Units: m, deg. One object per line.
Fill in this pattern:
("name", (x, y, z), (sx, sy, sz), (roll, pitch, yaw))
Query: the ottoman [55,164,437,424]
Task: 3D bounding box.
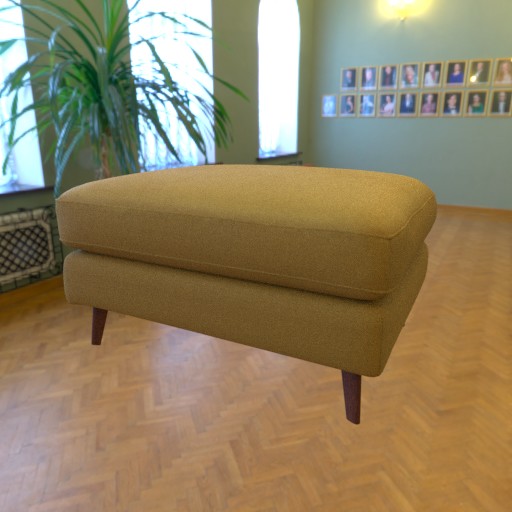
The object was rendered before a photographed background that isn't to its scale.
("ottoman", (0.000, 0.000, 1.152), (0.811, 0.449, 0.608), (8, 18, 26))
